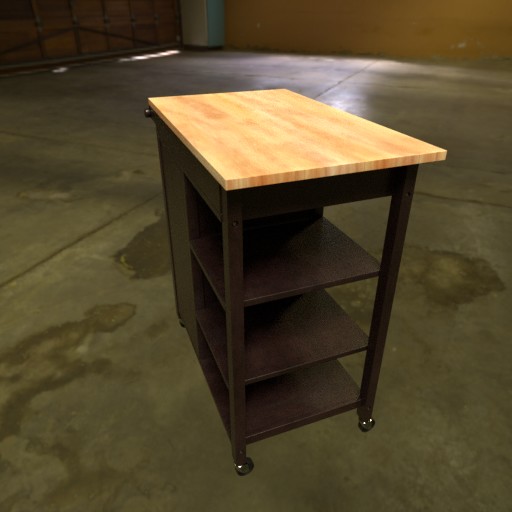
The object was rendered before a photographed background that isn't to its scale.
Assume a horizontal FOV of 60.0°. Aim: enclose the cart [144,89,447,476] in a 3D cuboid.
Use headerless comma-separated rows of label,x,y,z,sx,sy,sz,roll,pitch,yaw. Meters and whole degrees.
cart,0.000,0.000,1.406,0.472,0.878,0.914,-11,32,-18
